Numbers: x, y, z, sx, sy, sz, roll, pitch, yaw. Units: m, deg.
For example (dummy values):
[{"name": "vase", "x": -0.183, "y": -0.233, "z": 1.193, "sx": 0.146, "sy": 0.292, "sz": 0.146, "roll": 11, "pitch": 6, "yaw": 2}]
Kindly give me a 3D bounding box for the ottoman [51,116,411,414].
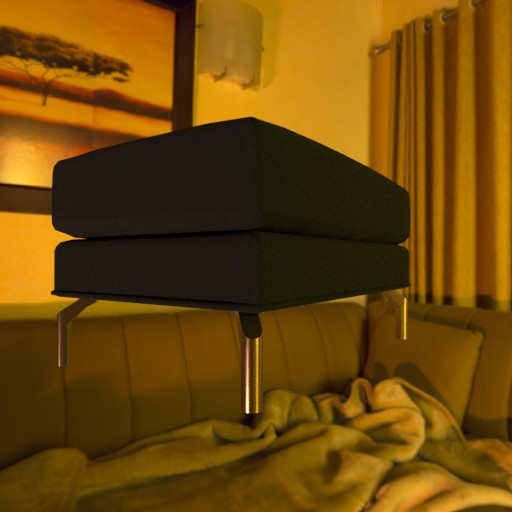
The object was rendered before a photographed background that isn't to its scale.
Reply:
[{"name": "ottoman", "x": 0.000, "y": 0.000, "z": 1.176, "sx": 0.587, "sy": 0.498, "sz": 0.835, "roll": 0, "pitch": -1, "yaw": 35}]
